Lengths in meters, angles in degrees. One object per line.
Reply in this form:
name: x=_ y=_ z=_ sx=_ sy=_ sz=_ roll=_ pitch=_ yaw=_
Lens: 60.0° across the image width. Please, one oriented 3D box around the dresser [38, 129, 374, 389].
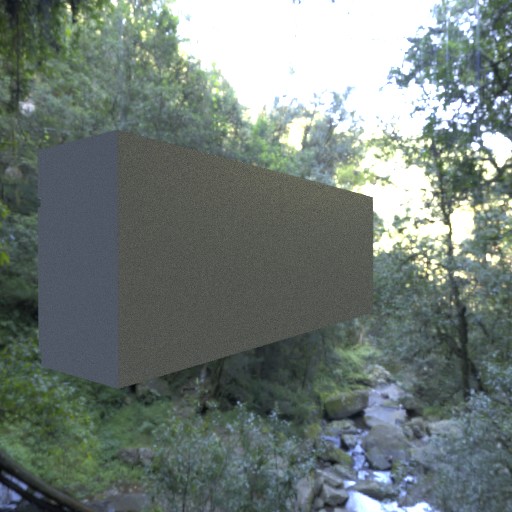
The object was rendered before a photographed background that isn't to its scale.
dresser: x=0.000 y=0.000 z=2.470 sx=0.500 sy=0.840 sz=2.200 roll=0 pitch=1 yaw=36
